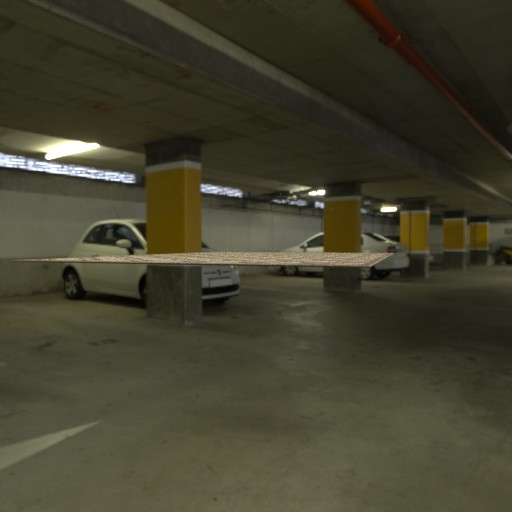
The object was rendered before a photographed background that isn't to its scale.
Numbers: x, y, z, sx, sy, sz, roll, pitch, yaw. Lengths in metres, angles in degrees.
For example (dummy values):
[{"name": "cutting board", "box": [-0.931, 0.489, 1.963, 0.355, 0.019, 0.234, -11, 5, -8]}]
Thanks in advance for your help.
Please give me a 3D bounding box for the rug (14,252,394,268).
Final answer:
[{"name": "rug", "box": [0.000, 0.000, 4.196, 2.382, 0.018, 3.294, 1, 2, 19]}]
